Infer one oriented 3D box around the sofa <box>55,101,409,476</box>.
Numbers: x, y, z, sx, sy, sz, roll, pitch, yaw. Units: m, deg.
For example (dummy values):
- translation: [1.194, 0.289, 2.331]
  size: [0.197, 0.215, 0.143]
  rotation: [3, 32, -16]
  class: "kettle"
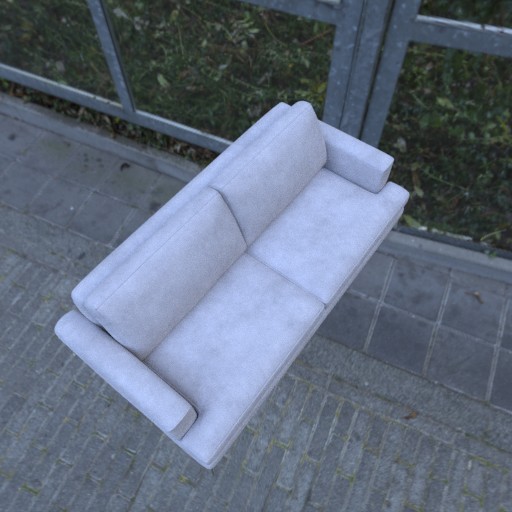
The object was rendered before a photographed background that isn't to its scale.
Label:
- translation: [0.000, 0.000, 2.513]
  size: [0.980, 0.830, 2.013]
  rotation: [33, 64, 19]
  class: "sofa"
